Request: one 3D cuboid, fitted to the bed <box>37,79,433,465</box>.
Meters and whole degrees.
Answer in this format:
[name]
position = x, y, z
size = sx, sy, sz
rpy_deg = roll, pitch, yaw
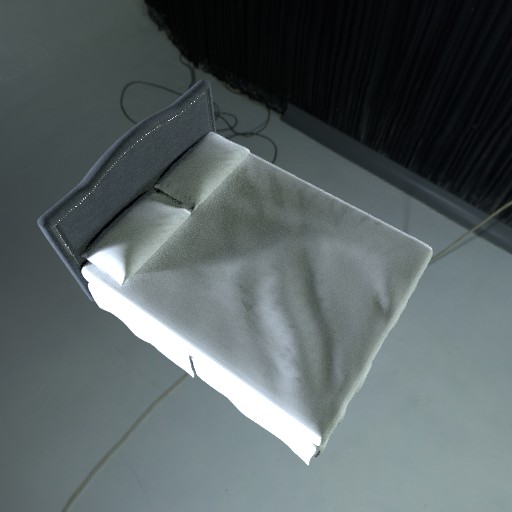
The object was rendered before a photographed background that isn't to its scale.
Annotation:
[bed]
position = 0.000, 0.000, 3.941
size = 2.689, 1.457, 2.161
rpy_deg = 31, 64, 17
